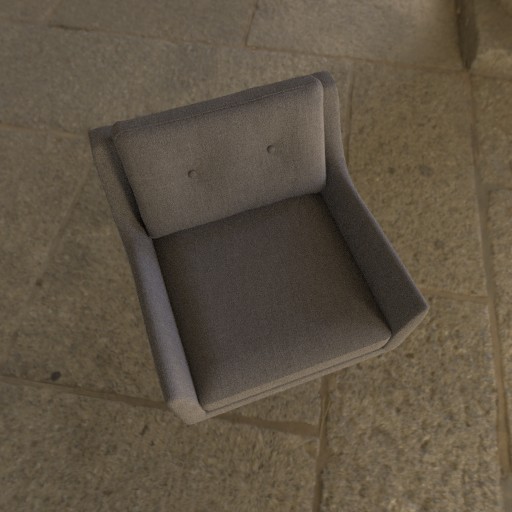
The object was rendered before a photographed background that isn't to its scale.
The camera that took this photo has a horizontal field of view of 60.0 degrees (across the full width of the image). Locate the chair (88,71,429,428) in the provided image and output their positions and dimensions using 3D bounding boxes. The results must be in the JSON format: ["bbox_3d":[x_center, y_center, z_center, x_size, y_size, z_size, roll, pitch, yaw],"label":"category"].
[{"bbox_3d":[0.000,0.000,1.548,0.847,0.828,0.849,-18,63,-9],"label":"chair"}]
